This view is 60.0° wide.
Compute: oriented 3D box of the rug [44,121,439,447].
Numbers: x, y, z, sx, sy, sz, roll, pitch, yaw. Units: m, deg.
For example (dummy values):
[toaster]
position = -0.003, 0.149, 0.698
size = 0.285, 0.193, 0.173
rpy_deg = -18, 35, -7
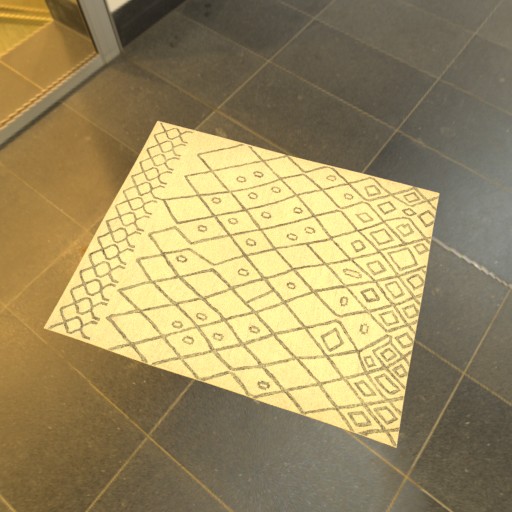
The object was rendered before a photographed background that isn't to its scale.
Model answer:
[rug]
position = 0.000, 0.000, 4.099
size = 3.046, 0.015, 2.446
rpy_deg = 16, 65, 8
